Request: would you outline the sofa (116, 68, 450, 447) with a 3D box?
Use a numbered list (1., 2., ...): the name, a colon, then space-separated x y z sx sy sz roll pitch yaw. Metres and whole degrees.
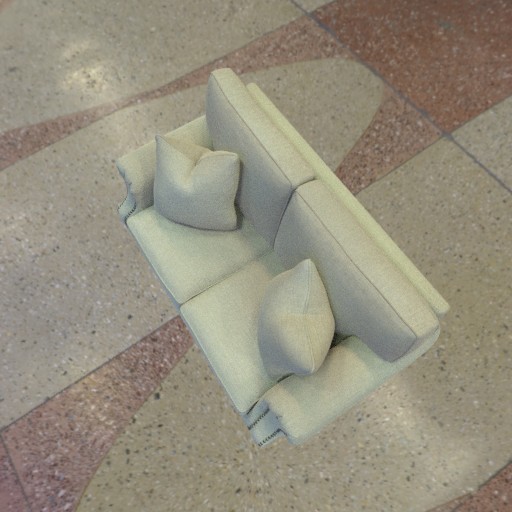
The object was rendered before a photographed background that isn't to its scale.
1. sofa: 0.000 0.000 2.274 0.966 0.966 1.701 -31 69 -13
